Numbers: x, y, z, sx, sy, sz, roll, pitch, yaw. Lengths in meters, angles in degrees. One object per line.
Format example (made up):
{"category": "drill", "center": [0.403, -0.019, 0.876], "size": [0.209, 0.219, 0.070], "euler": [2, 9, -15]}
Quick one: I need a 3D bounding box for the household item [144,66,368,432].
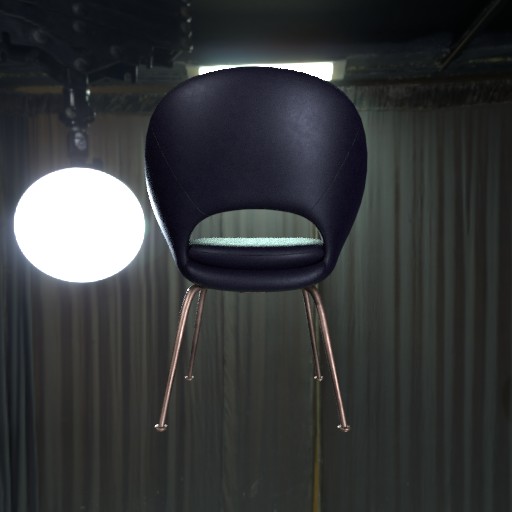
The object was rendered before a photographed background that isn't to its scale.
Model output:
{"category": "household item", "center": [0.000, 0.000, 1.260], "size": [0.623, 0.852, 0.573], "euler": [0, 0, 0]}
